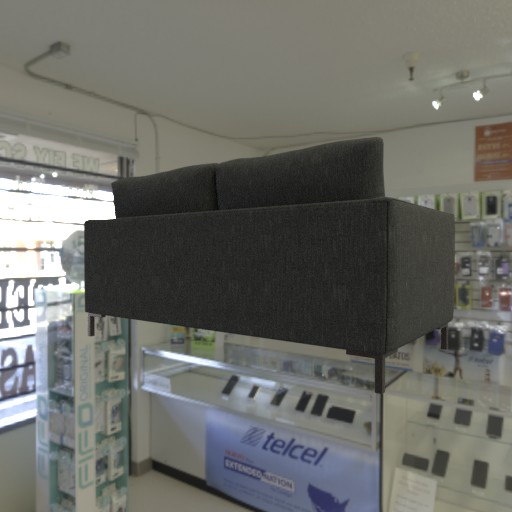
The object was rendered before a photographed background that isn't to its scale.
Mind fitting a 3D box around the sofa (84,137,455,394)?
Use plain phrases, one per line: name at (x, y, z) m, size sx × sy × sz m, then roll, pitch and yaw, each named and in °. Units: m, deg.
sofa at (0.000, 0.000, 2.225) m, size 1.716 × 0.862 × 0.866 m, roll 0°, pitch 1°, yaw 37°
